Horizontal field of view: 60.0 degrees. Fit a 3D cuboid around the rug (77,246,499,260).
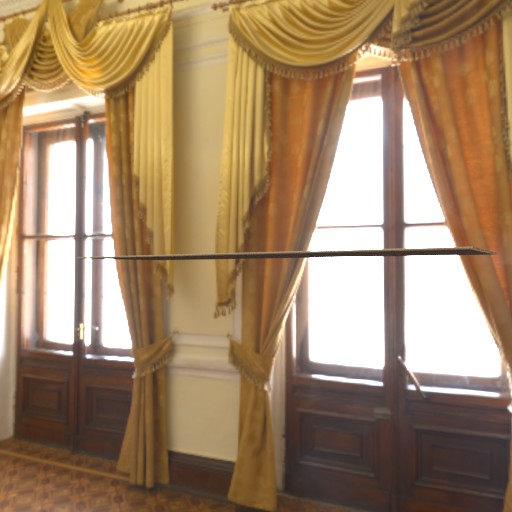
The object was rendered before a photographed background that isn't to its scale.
[{"bbox_3d":[0.000,0.000,2.603,2.435,0.009,0.750,-1,-2,35],"label":"rug"}]
